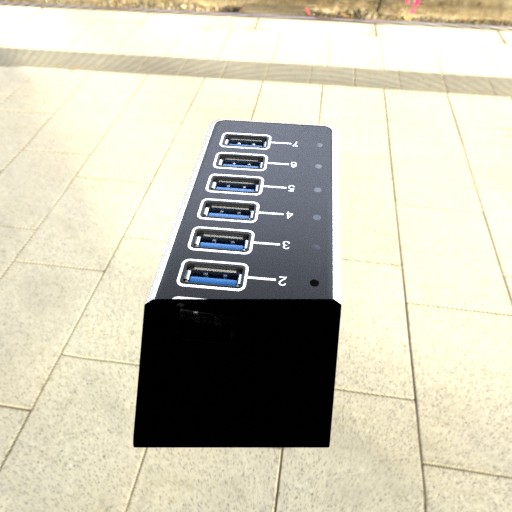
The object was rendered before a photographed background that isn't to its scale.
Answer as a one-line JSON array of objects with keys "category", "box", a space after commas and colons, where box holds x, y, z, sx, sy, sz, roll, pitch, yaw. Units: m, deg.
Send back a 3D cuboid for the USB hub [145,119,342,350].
[{"category": "USB hub", "box": [0.000, 0.000, 0.125, 0.044, 0.023, 0.110, 5, 47, 5]}]
